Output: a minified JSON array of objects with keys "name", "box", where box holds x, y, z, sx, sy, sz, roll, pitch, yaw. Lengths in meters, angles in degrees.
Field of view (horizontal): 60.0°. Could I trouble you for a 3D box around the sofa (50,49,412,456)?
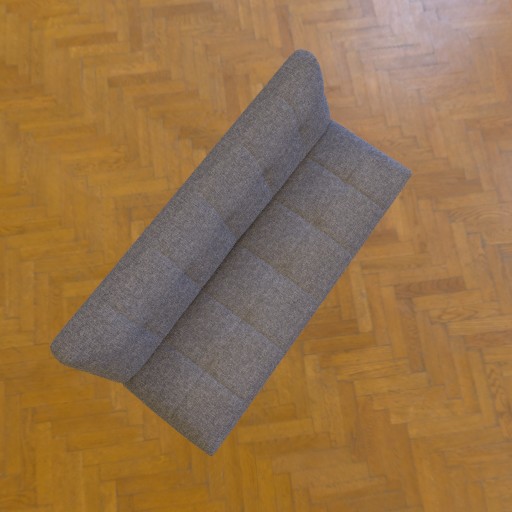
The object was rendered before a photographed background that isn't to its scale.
[{"name":"sofa","box":[0.000,0.000,2.259,0.820,0.770,1.820,36,79,8]}]
